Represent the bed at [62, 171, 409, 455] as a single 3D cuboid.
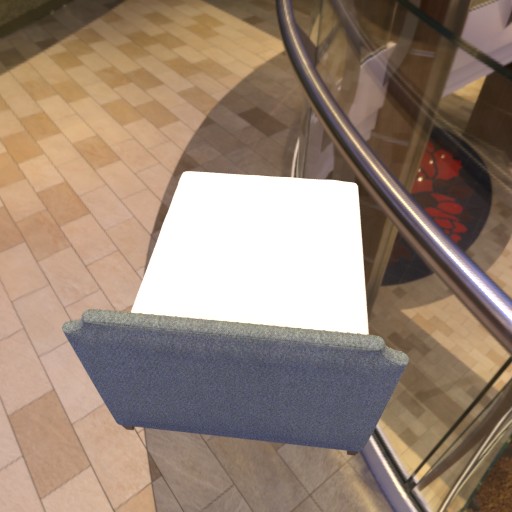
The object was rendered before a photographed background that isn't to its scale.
[{"bbox_3d":[0.000,0.000,3.359,1.712,1.443,2.372,5,47,4],"label":"bed"}]
